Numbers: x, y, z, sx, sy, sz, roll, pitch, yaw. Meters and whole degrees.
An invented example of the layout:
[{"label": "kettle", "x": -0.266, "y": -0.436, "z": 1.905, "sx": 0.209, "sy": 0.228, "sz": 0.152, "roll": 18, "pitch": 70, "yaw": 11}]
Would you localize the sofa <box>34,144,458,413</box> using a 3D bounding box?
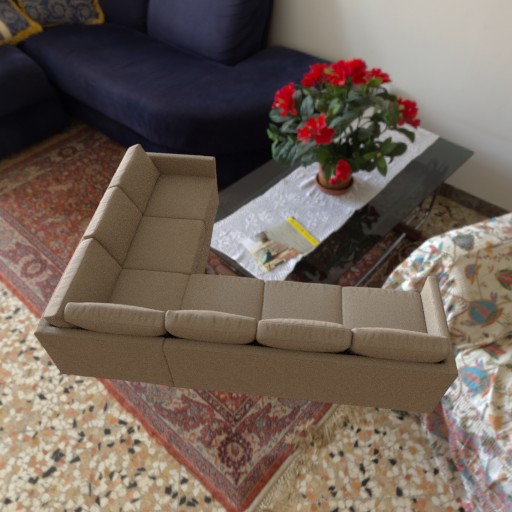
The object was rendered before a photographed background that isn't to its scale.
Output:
[{"label": "sofa", "x": 0.000, "y": 0.000, "z": 4.249, "sx": 3.182, "sy": 0.871, "sz": 2.432, "roll": 5, "pitch": 48, "yaw": 4}]
